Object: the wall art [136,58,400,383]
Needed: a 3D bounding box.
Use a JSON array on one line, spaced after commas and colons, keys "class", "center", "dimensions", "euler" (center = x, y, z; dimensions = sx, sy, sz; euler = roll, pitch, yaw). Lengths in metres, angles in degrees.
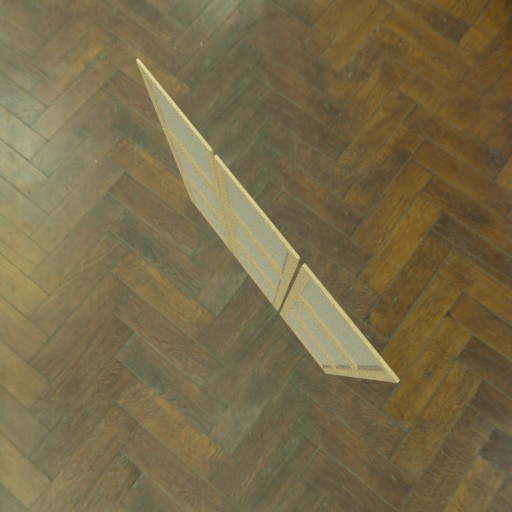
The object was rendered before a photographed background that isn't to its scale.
[{"class": "wall art", "center": [0.000, 0.000, 2.308], "dimensions": [0.014, 1.507, 1.519], "euler": [-37, 79, -8]}]
